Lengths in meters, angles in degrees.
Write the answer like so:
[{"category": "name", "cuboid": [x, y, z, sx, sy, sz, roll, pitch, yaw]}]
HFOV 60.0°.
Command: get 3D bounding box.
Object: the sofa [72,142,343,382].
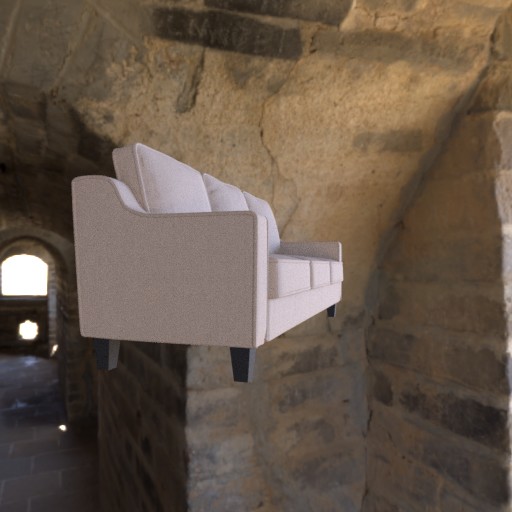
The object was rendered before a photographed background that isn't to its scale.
[{"category": "sofa", "cuboid": [0.000, 0.000, 2.576, 0.791, 0.902, 2.131, 0, -1, 18]}]
